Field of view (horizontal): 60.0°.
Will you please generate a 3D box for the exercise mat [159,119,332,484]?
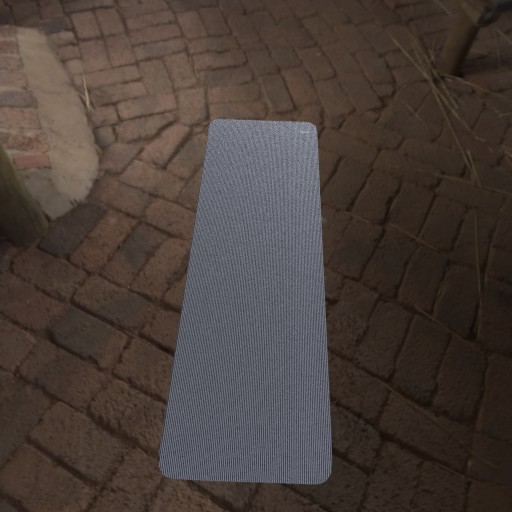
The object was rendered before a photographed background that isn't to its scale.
[{"bbox_3d":[0.000,0.000,2.057,0.616,0.021,1.884,2,57,1],"label":"exercise mat"}]
